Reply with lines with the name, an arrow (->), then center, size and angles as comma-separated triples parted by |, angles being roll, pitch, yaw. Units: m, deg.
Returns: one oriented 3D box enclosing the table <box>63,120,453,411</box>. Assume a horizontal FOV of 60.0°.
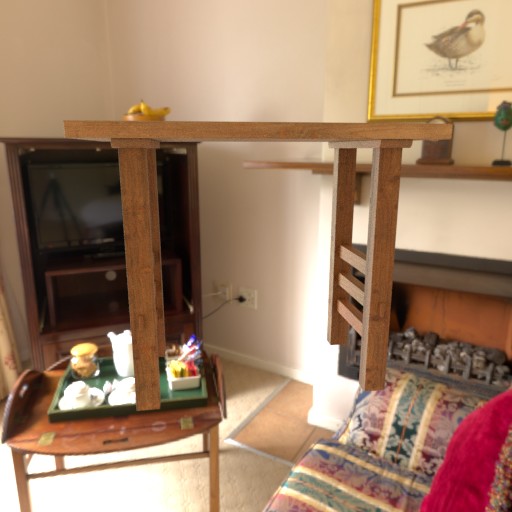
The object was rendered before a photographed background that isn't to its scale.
table -> 0.000, 0.000, 1.630 | 1.119, 0.914, 0.556 | -2, 14, -8
